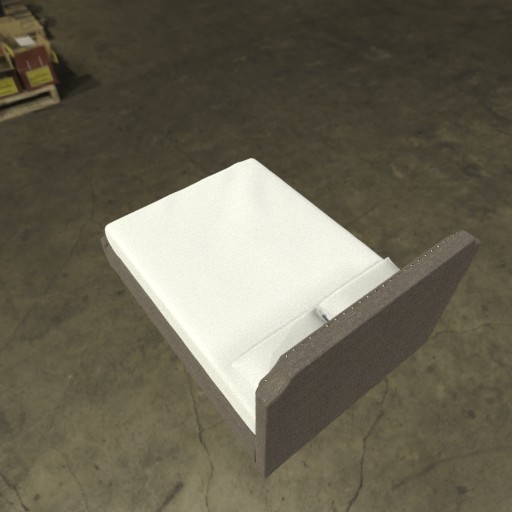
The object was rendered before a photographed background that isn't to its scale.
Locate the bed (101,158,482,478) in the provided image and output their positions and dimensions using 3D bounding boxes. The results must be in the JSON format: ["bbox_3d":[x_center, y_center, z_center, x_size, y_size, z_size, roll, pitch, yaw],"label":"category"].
[{"bbox_3d":[0.000,0.000,3.467,1.713,1.457,2.381,-30,55,-24],"label":"bed"}]
